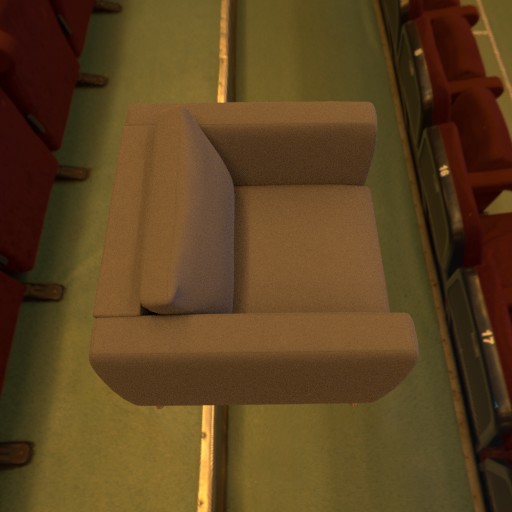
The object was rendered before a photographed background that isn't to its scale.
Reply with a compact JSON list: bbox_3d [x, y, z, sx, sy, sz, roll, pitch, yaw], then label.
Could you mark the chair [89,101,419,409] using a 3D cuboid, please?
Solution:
[{"bbox_3d":[0.000,0.000,1.654,0.930,0.860,1.000,-1,63,0],"label":"chair"}]
